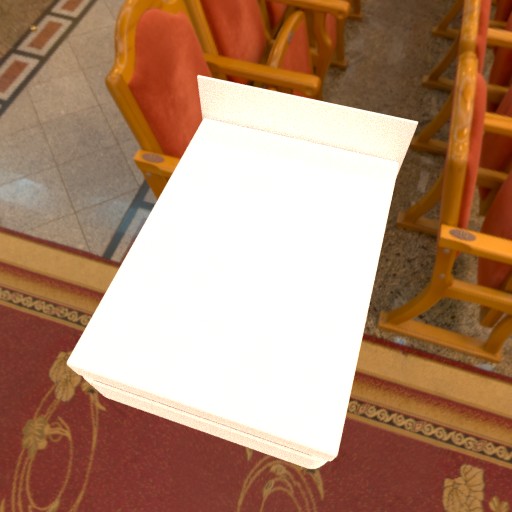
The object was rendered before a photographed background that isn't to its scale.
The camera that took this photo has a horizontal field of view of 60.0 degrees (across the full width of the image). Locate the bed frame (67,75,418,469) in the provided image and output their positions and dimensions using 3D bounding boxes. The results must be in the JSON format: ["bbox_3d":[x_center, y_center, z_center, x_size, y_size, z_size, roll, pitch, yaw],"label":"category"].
[{"bbox_3d":[0.000,0.000,2.603,1.400,0.800,1.900,15,60,9],"label":"bed frame"}]
